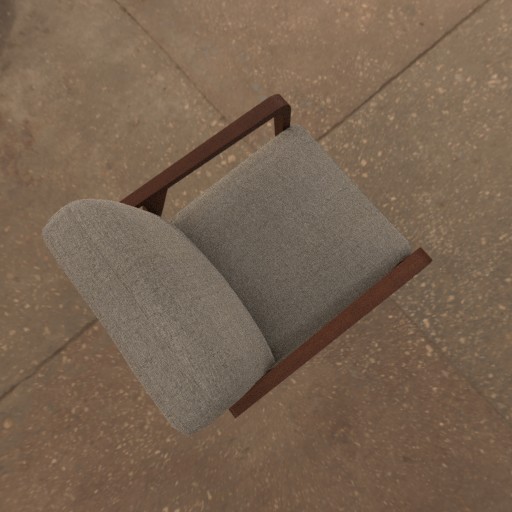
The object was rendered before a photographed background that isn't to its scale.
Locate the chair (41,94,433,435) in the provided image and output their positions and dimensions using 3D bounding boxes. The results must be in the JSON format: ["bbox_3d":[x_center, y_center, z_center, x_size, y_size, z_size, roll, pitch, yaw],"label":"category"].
[{"bbox_3d":[0.000,0.000,1.401,0.858,0.847,0.704,-38,79,-9],"label":"chair"}]
